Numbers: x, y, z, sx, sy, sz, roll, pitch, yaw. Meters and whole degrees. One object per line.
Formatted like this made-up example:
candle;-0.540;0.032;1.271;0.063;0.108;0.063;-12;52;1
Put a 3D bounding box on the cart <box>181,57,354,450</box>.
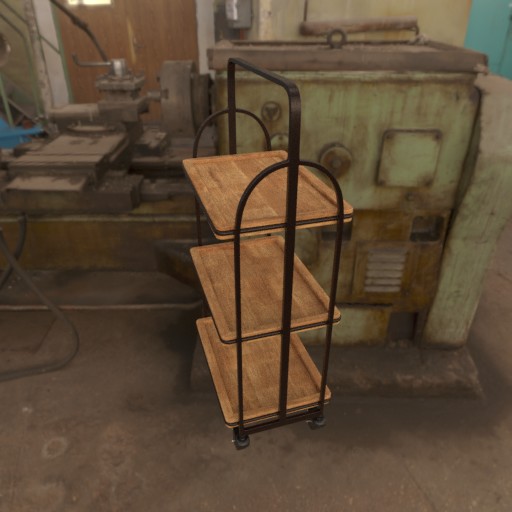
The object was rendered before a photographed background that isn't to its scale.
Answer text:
cart;0.000;0.000;1.263;0.327;1.001;0.553;-9;32;-15
